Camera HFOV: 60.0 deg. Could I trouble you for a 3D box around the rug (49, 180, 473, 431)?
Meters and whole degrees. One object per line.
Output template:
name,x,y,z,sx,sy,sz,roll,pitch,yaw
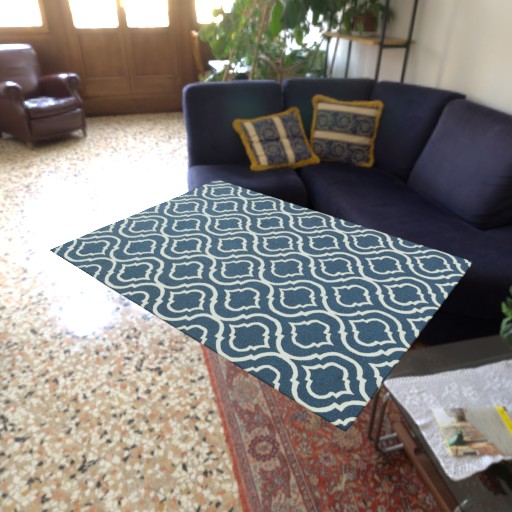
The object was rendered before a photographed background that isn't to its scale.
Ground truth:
rug,0.000,0.000,4.321,3.353,0.010,2.438,23,38,33
